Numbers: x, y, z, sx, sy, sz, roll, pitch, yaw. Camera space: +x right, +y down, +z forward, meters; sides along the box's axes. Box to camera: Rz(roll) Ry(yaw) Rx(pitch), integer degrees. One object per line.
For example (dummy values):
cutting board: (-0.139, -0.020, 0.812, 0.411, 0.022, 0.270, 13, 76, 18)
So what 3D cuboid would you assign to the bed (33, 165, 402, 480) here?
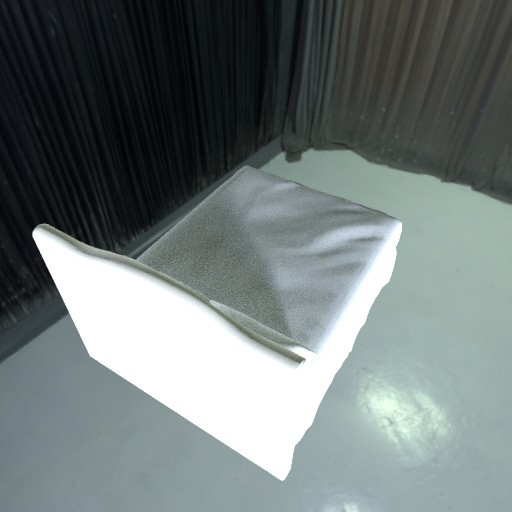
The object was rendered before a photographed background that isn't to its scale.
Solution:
bed: (0.000, 0.000, 3.305, 1.753, 1.460, 2.143, 24, 50, 22)
